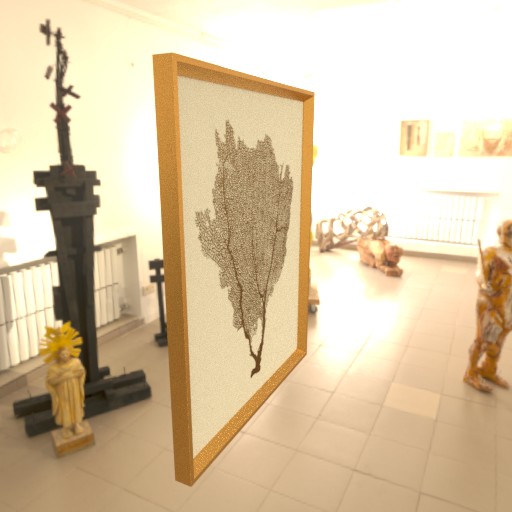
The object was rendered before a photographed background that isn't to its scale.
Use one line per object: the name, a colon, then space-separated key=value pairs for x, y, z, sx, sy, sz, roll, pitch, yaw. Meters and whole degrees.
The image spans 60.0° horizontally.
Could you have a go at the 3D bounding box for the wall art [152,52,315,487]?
wall art: x=0.000 y=0.000 z=1.017 sx=0.038 sy=0.762 sz=0.610 roll=7 pitch=16 yaw=26
